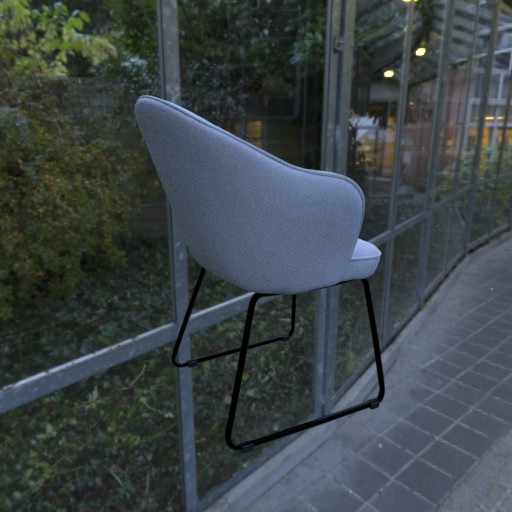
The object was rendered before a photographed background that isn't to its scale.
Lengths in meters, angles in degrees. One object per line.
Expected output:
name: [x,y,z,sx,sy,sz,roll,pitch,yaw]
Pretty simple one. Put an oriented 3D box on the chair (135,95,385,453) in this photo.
chair: [0.000,0.000,1.232,0.592,0.817,0.570,-8,17,-27]
